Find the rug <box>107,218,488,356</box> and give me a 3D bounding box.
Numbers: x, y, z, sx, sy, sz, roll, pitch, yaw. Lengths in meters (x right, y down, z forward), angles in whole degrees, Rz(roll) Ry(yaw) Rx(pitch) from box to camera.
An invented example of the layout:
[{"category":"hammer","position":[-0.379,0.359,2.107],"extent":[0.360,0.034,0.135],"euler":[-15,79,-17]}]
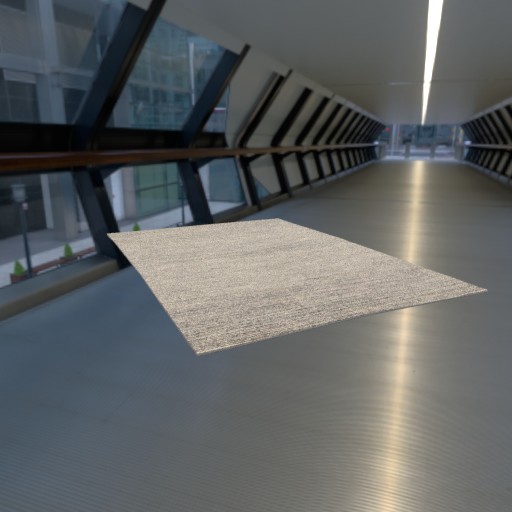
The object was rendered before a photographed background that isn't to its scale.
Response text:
[{"category":"rug","position":[0.000,0.000,2.975],"extent":[1.604,0.030,2.307],"euler":[-7,17,-25]}]
